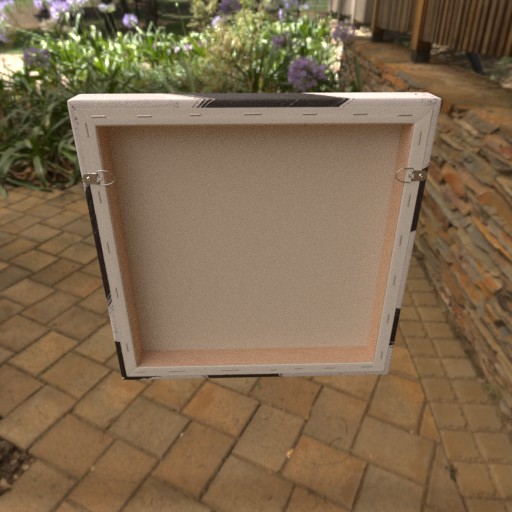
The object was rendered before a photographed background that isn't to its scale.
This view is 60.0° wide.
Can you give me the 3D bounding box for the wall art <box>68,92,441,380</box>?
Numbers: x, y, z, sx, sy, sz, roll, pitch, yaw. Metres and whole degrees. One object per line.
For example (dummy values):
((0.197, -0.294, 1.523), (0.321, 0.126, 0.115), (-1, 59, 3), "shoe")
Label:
((0.000, 0.000, 0.738), (0.507, 0.508, 0.050), (-1, 29, -1), "wall art")
